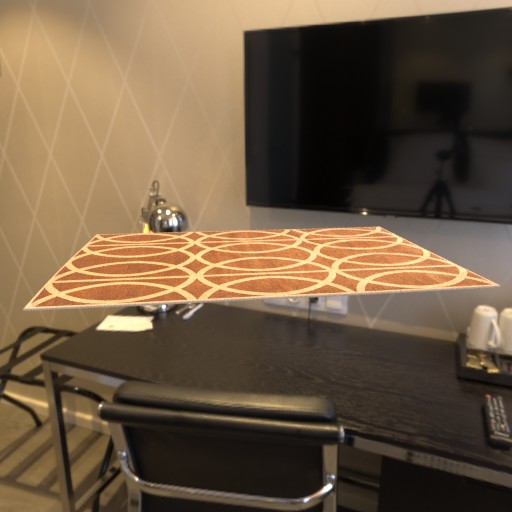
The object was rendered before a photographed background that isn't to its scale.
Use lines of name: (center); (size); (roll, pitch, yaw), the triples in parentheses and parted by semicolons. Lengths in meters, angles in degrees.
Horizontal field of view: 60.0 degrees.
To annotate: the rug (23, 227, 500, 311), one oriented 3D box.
rug: (0.000, 0.000, 2.810); (2.290, 0.014, 1.526); (-2, 15, -8)
